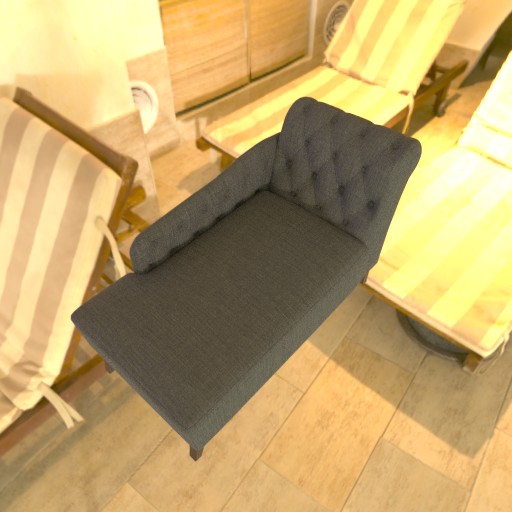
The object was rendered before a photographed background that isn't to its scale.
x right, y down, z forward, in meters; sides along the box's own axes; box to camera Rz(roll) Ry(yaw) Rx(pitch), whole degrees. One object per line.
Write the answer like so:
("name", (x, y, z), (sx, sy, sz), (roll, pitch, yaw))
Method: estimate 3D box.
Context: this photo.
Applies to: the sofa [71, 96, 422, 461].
("sofa", (0.000, 0.000, 1.847), (0.675, 0.787, 1.379), (33, 55, 28))
